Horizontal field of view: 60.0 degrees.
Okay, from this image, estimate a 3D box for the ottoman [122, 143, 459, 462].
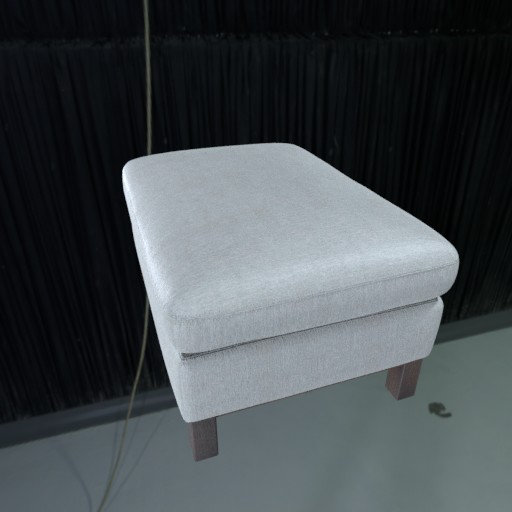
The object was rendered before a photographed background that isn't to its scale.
[{"bbox_3d":[0.000,0.000,1.034,0.528,0.404,0.735,-10,31,-17],"label":"ottoman"}]
